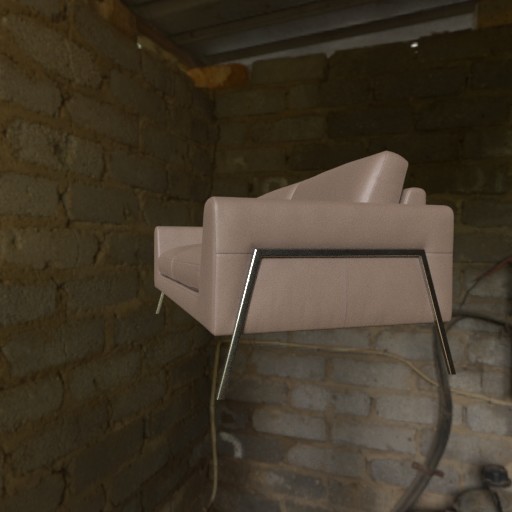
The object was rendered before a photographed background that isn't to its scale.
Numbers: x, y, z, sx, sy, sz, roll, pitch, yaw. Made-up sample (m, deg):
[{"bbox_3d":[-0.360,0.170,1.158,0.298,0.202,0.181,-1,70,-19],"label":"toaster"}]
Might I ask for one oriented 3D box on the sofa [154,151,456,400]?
[{"bbox_3d":[0.000,0.000,2.479,0.953,0.875,2.017,0,1,-18],"label":"sofa"}]
